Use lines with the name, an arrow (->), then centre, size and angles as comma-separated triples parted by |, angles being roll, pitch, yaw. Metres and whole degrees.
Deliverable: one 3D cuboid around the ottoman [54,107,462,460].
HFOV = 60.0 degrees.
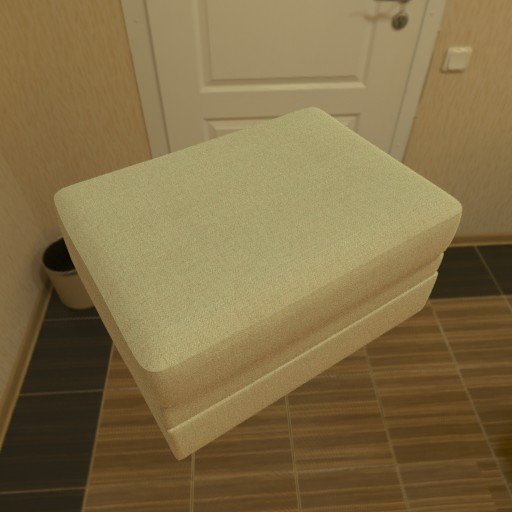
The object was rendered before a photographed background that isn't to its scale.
ottoman -> 0.000, 0.000, 1.244 | 0.885, 0.478, 0.637 | -25, 51, -22
